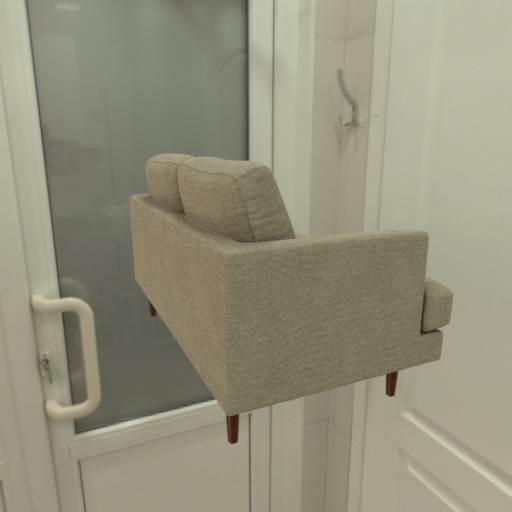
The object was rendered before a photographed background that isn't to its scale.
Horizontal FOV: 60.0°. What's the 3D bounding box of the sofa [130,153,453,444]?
[{"bbox_3d":[0.000,0.000,2.117,0.903,0.944,1.582,-7,16,-24],"label":"sofa"}]
